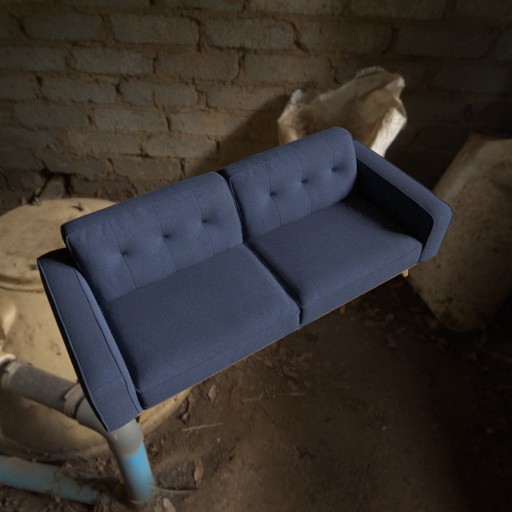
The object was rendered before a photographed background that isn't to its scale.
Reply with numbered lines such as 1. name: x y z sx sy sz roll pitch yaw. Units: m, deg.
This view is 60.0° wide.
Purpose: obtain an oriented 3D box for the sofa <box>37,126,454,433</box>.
1. sofa: 0.000 0.000 2.651 2.270 0.782 0.953 -24 51 -21
